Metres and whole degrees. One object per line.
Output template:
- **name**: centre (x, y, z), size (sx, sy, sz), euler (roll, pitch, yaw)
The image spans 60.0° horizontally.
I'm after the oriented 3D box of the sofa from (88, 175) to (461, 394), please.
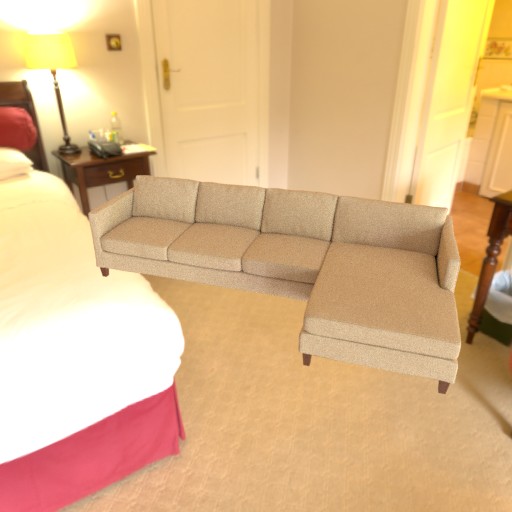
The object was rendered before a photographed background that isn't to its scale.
- **sofa**: centre (0.000, 0.000, 3.824), size (3.186, 0.846, 1.625), euler (8, 28, 16)
